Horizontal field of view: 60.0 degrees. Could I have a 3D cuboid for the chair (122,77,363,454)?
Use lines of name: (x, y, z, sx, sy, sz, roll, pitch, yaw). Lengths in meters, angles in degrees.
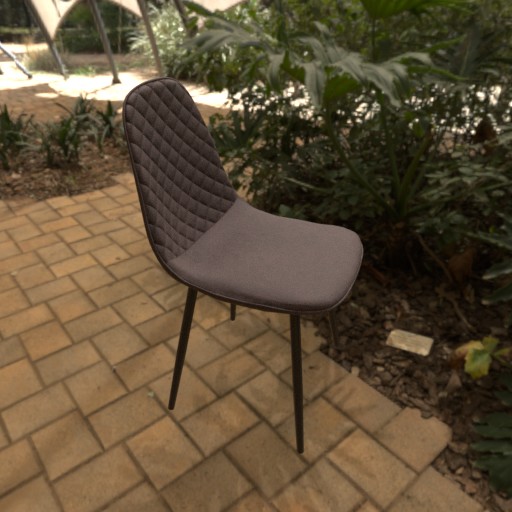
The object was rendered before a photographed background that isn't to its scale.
chair: (0.000, 0.000, 1.225, 0.561, 0.889, 0.472, 11, 32, 18)
